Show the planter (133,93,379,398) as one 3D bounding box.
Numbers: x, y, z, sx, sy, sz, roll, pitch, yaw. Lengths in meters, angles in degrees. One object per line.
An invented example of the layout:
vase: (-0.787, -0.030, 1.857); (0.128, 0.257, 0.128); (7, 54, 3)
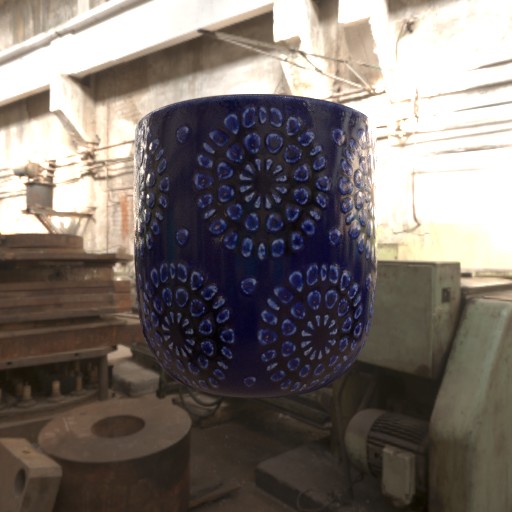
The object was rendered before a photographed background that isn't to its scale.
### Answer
planter: (0.000, 0.000, 0.205); (0.109, 0.112, 0.109); (0, 0, 0)
